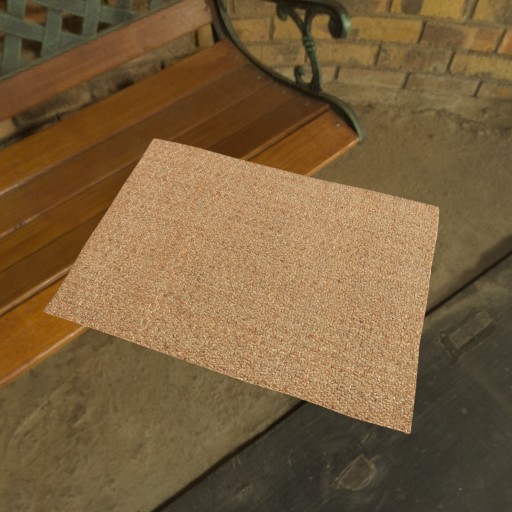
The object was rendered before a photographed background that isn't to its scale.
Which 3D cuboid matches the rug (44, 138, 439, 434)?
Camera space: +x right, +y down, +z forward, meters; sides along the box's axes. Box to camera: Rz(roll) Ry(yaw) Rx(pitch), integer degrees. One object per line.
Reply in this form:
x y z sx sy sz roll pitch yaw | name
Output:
0.000 0.000 2.795 2.141 0.013 1.566 15 58 10 | rug
